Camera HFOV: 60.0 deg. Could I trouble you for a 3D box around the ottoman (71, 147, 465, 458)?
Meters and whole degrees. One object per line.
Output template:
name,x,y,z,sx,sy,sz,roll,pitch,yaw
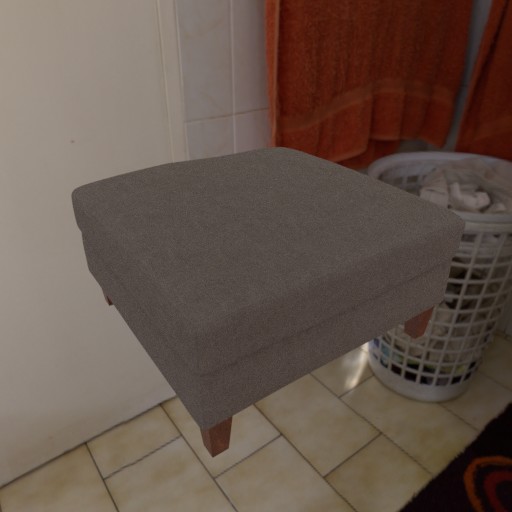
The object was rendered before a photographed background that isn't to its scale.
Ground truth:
ottoman,0.000,0.000,1.413,0.881,0.482,0.861,-19,35,-30
